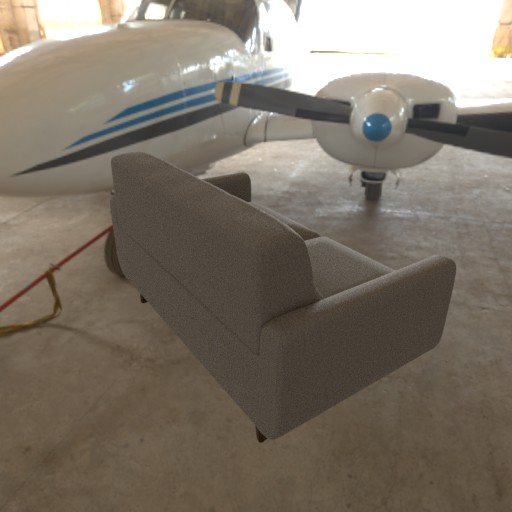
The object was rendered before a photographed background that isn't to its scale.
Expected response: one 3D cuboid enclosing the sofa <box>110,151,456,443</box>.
[{"bbox_3d":[0.000,0.000,2.276,0.952,0.925,1.651,-17,31,-30],"label":"sofa"}]
